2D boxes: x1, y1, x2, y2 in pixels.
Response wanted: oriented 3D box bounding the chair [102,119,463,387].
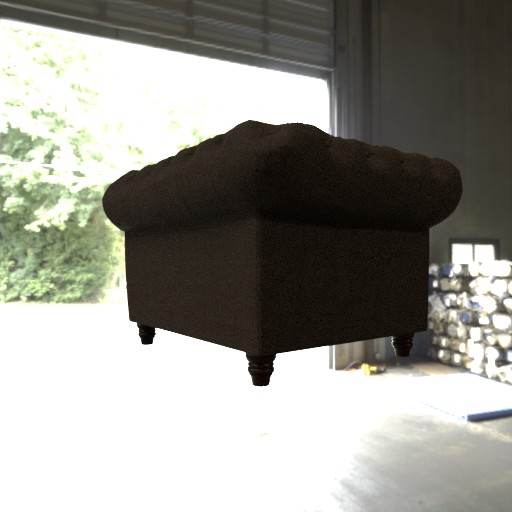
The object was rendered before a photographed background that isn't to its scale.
[{"bbox_3d":[0.000,0.000,1.830,0.945,0.780,1.298,1,-1,-37],"label":"chair"}]
